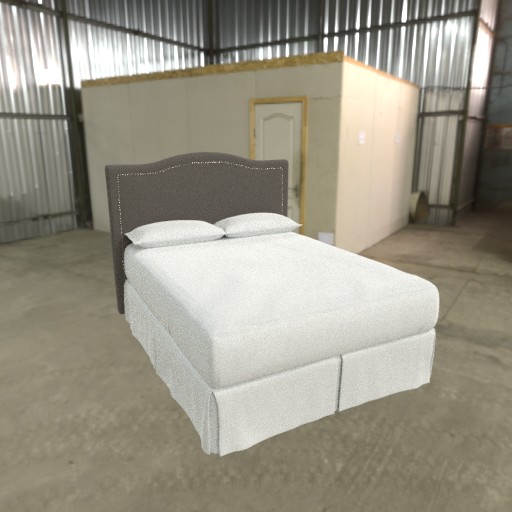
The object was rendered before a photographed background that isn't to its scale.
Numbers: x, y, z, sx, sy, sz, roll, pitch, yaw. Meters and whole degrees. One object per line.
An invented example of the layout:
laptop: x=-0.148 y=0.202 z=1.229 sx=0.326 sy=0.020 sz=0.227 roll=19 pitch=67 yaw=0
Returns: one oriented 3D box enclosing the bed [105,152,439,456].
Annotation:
bed: x=0.000 y=0.000 z=3.182 sx=1.666 sy=1.387 sz=2.036 roll=-8 pitch=17 yaw=-27
